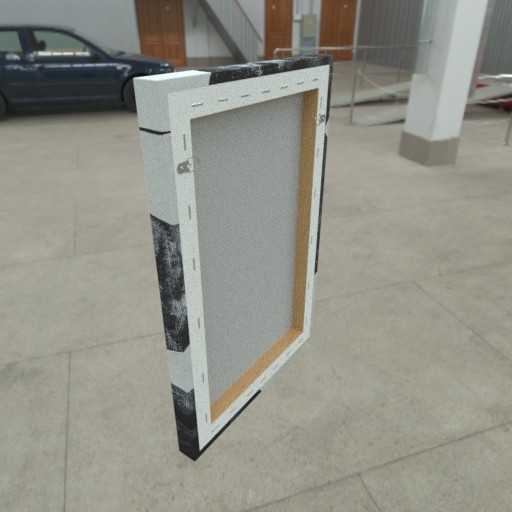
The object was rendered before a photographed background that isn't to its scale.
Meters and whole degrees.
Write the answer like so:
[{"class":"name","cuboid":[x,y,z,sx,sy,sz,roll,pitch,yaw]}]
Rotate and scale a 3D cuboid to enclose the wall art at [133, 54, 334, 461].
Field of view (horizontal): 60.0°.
[{"class":"wall art","cuboid":[0.000,0.000,0.764,0.039,0.610,0.407,19,34,31]}]
